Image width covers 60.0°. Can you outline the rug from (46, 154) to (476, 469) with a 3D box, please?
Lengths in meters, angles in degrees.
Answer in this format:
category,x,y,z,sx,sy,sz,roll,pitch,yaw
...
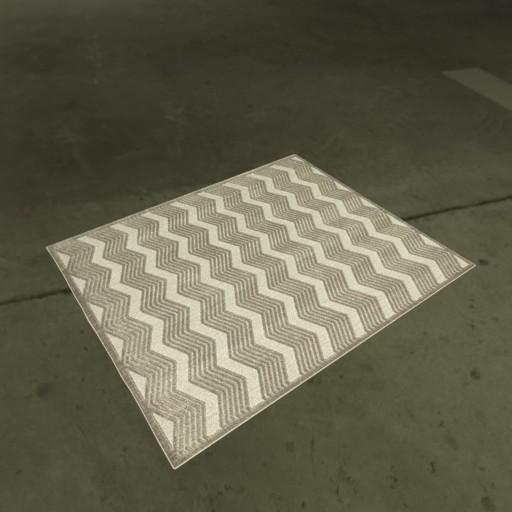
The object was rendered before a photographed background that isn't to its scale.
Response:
category,x,y,z,sx,sy,sz,roll,pitch,yaw
rug,0.000,0.000,3.848,2.880,0.005,2.391,-26,47,-26
